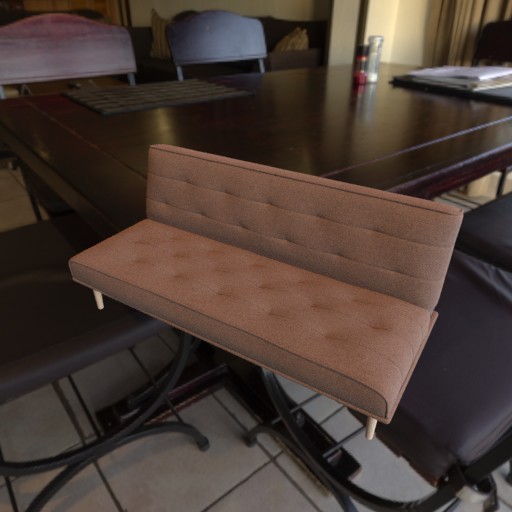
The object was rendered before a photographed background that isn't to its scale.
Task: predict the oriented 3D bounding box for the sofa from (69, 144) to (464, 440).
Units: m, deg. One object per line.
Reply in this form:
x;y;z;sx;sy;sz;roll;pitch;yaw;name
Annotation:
0.000;0.000;2.346;1.820;0.810;1.038;18;35;27;sofa
